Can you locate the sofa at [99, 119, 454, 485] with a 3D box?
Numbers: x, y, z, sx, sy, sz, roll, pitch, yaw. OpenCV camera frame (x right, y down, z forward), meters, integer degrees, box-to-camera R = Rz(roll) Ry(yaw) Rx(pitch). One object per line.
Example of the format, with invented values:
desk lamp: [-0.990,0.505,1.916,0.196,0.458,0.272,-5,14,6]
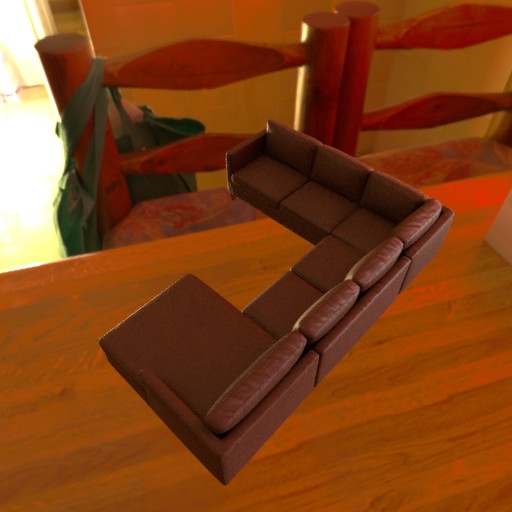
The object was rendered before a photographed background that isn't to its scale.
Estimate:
sofa: [0.000,0.000,4.602,2.593,0.923,3.460,35,56,28]
